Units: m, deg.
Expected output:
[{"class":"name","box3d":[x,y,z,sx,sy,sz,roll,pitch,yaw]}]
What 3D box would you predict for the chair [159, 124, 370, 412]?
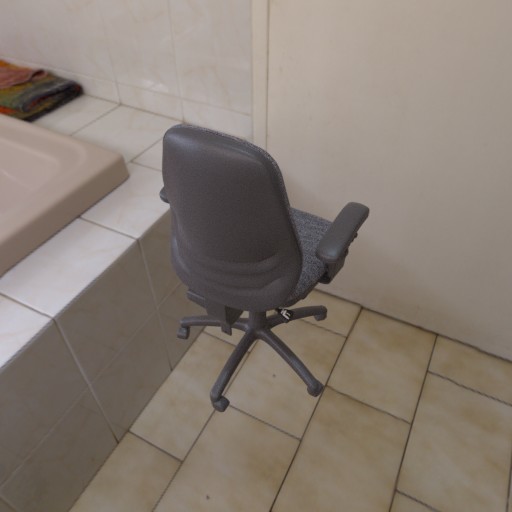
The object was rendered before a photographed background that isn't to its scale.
[{"class":"chair","box3d":[0.000,0.000,1.253,0.550,0.910,0.530,22,48,21]}]
